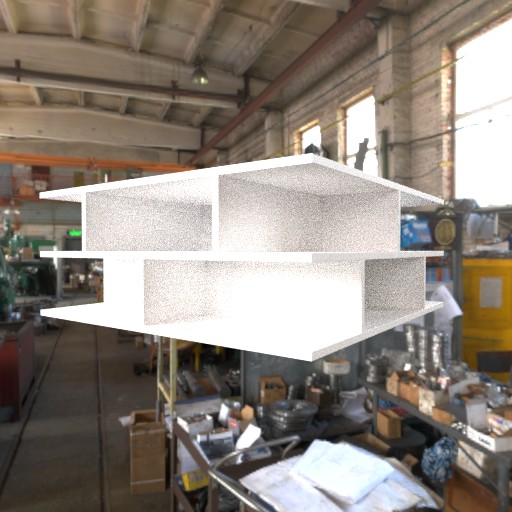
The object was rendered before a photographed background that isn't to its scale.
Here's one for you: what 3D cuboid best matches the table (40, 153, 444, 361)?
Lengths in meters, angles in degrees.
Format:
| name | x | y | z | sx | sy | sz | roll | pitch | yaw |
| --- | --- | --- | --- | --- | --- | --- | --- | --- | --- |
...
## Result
| name | x | y | z | sx | sy | sz | roll | pitch | yaw |
| --- | --- | --- | --- | --- | --- | --- | --- | --- | --- |
| table | 0.000 | 0.000 | 1.080 | 0.700 | 0.289 | 0.700 | 1 | 1 | 36 |
